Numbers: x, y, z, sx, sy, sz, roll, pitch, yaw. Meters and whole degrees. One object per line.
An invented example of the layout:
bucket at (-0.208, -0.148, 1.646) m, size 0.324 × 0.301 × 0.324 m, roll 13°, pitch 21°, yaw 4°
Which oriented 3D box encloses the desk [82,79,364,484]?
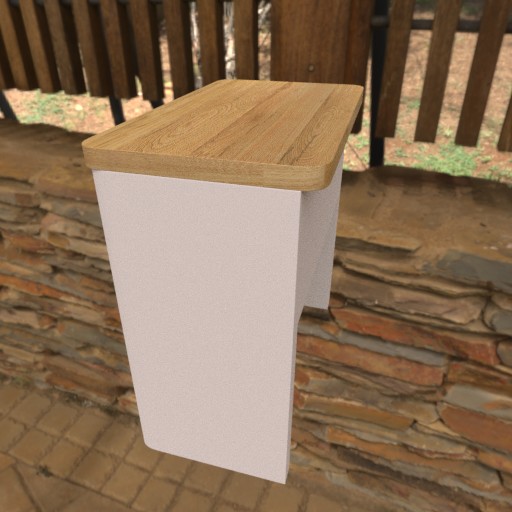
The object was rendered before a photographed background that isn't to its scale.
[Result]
desk at (0.000, 0.000, 1.219) m, size 0.440 × 0.790 × 0.760 m, roll 8°, pitch 31°, yaw 14°
